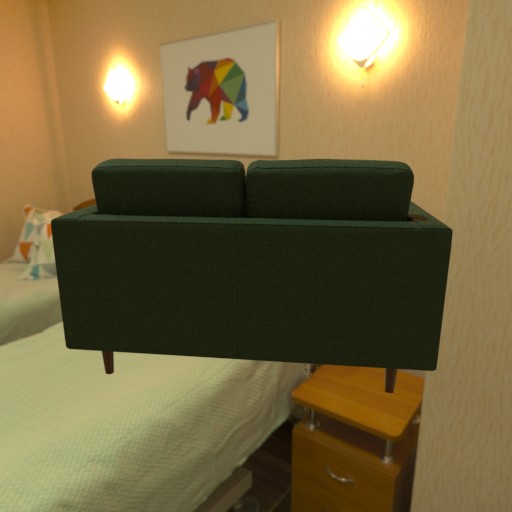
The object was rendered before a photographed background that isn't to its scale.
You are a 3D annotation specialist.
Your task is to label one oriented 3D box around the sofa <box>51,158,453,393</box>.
[{"bbox_3d":[0.000,0.000,2.033,1.430,0.899,0.879,2,16,7],"label":"sofa"}]
